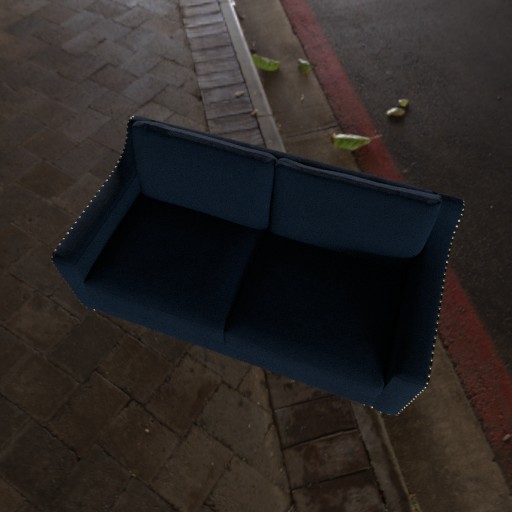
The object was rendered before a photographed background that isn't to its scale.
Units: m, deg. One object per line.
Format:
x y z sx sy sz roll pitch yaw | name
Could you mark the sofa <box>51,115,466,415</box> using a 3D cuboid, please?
0.000 0.000 2.668 2.107 0.983 1.104 17 59 11 | sofa
